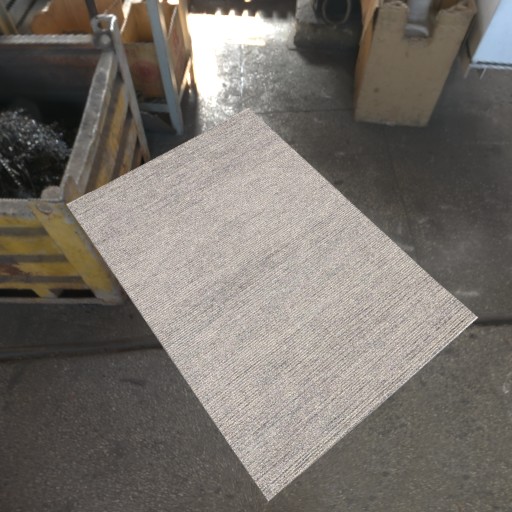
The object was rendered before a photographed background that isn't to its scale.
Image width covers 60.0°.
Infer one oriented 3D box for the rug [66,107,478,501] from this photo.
[{"bbox_3d":[0.000,0.000,2.879,1.604,0.030,2.307,-33,65,-18],"label":"rug"}]
